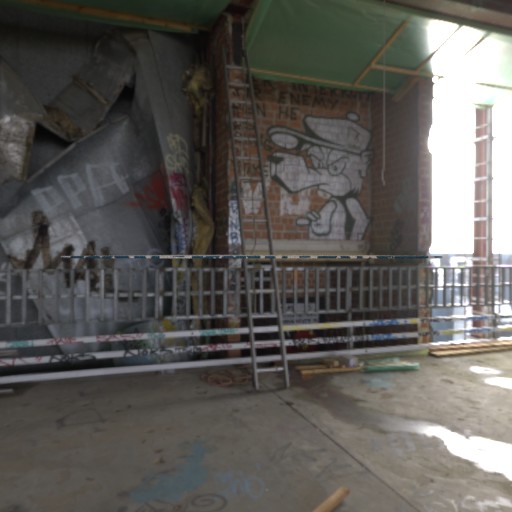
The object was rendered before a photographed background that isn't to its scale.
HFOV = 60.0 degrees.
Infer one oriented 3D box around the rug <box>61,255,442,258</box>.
[{"bbox_3d":[0.000,0.000,2.325,1.220,0.007,1.828,0,0,1],"label":"rug"}]
